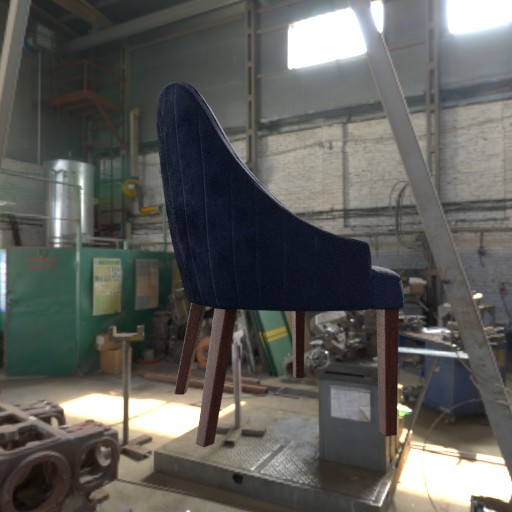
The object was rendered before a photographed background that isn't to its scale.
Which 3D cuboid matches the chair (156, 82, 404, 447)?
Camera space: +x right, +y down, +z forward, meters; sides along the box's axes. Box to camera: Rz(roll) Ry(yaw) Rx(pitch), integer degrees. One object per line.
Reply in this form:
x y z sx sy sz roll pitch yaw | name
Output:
0.000 0.000 1.304 0.575 0.889 0.643 0 -1 -17 | chair
